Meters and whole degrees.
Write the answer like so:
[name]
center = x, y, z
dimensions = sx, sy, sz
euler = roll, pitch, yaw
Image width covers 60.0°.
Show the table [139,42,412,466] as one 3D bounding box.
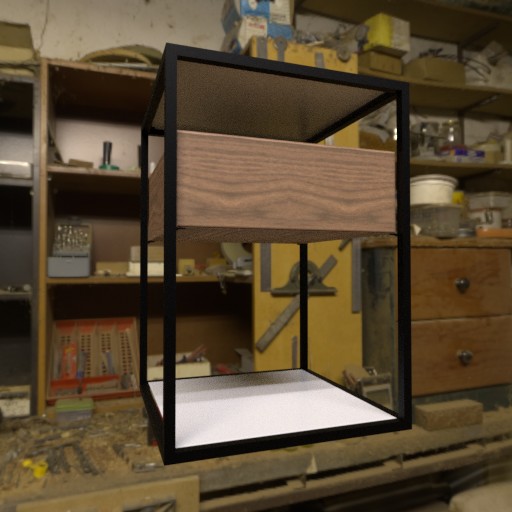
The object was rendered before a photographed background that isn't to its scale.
[table]
center = 0.000, 0.000, 0.805
dimensions = 0.378, 0.540, 0.378
euler = 0, -1, -19
